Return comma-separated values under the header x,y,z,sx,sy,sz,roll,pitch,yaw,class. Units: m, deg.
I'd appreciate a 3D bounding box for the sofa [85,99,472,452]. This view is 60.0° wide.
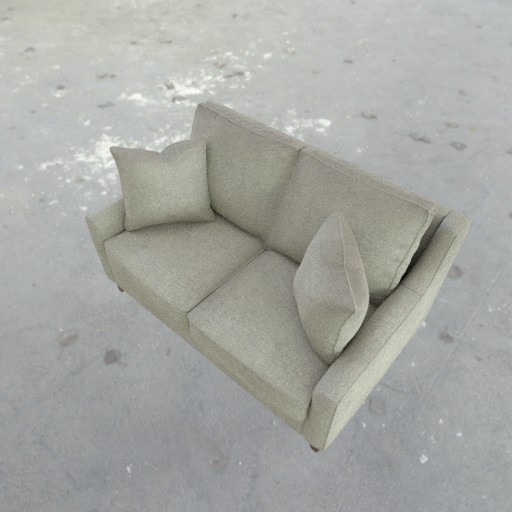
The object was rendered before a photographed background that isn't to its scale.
x,y,z,sx,sy,sz,roll,pitch,yaw,class
0.000,0.000,2.011,1.422,0.863,0.915,32,55,26,sofa
